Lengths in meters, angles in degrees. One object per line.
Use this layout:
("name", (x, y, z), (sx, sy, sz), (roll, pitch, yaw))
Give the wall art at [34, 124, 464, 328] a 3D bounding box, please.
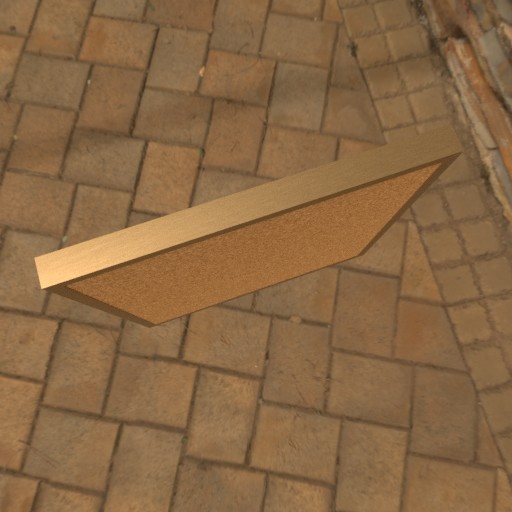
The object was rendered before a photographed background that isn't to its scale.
("wall art", (0.000, 0.000, 0.757), (0.510, 0.509, 0.037), (-18, 77, -5))
